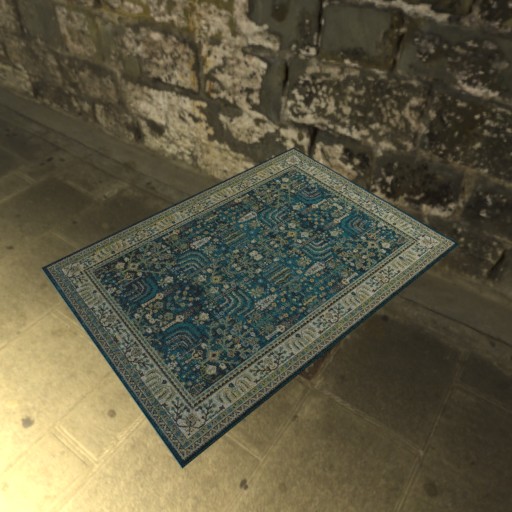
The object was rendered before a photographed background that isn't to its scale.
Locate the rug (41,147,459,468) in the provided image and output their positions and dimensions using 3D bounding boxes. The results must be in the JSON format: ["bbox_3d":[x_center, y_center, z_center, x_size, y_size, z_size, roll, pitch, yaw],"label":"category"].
[{"bbox_3d":[0.000,0.000,2.884,2.213,0.013,1.594,-31,53,-27],"label":"rug"}]
